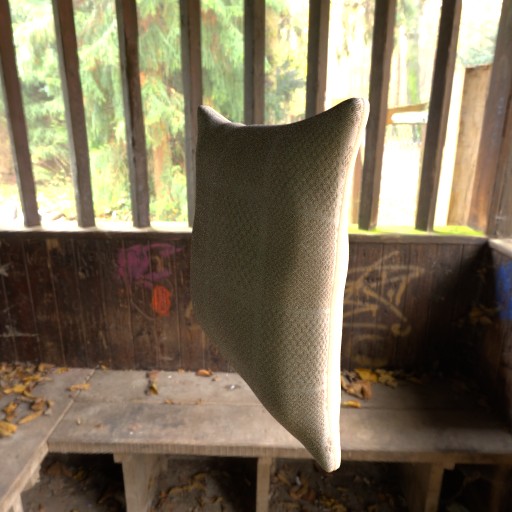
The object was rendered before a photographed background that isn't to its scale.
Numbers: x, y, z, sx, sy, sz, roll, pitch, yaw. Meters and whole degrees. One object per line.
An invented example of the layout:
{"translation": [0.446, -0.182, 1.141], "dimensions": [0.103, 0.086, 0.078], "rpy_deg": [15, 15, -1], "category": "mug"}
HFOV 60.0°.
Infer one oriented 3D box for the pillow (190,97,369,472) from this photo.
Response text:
{"translation": [0.000, 0.000, 0.659], "dimensions": [0.138, 0.432, 0.436], "rpy_deg": [-9, 19, -25], "category": "pillow"}
